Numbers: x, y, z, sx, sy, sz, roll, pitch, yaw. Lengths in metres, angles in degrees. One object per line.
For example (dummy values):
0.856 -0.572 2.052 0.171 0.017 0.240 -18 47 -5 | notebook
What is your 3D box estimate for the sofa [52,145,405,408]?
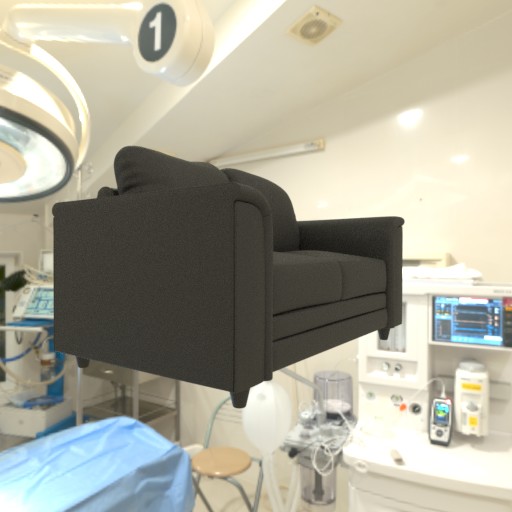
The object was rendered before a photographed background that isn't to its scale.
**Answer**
0.000 0.000 1.952 0.887 0.845 1.386 0 1 35 | sofa
